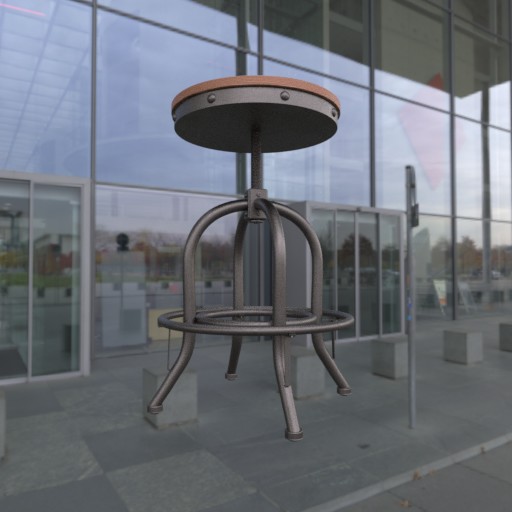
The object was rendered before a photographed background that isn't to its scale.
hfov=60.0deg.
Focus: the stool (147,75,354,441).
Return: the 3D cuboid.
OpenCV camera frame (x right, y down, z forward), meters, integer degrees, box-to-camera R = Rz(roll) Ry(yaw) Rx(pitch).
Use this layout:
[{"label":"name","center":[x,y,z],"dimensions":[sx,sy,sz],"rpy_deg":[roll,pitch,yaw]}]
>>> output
[{"label":"stool","center":[0.000,0.000,0.923],"dimensions":[0.439,0.609,0.439],"rpy_deg":[0,-2,-18]}]
